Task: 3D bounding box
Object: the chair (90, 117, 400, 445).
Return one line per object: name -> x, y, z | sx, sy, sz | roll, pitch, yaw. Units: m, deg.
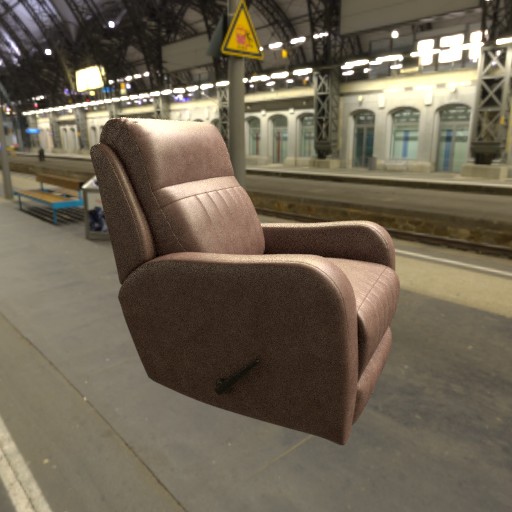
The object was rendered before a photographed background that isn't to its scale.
chair -> 0.000, 0.000, 1.781 | 1.067, 1.067, 0.865 | 7, 16, 26
